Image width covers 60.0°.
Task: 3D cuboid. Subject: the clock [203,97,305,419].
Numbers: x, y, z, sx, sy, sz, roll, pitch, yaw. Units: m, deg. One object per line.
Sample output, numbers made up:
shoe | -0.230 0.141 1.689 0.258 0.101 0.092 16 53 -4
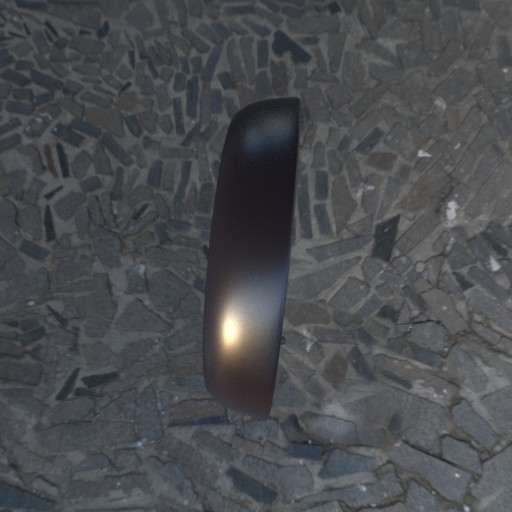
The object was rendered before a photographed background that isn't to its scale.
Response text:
clock | 0.000 0.000 0.438 0.060 0.300 0.300 6 76 1
